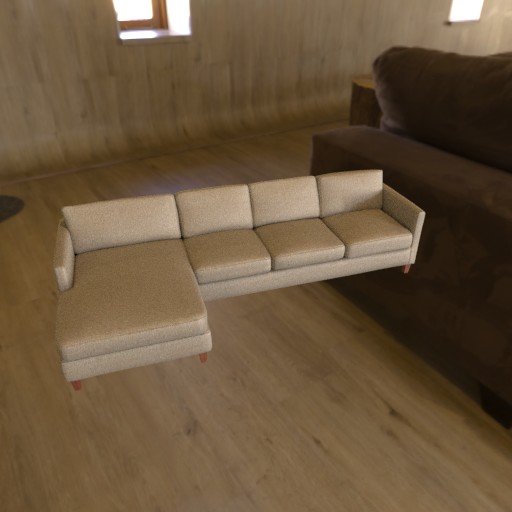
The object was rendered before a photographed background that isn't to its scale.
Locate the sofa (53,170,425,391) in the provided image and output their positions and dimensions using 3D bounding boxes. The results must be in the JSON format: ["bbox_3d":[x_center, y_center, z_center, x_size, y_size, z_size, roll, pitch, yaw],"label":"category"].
[{"bbox_3d":[0.000,0.000,3.819,3.201,0.876,1.502,-9,33,-15],"label":"sofa"}]
